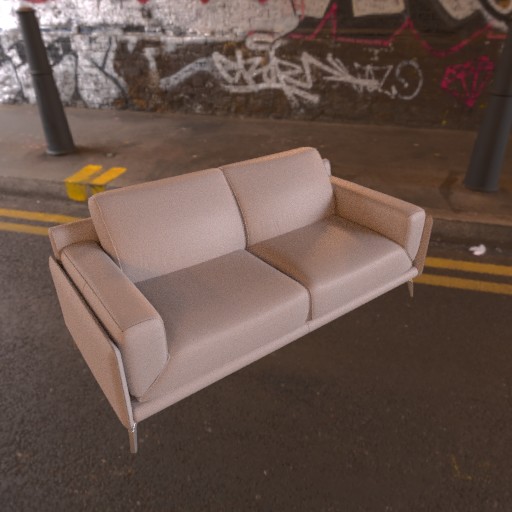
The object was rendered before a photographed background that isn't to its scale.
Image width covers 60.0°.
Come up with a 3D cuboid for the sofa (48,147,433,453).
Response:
[{"bbox_3d":[0.000,0.000,2.596,2.101,0.930,1.049,-20,35,-32],"label":"sofa"}]
